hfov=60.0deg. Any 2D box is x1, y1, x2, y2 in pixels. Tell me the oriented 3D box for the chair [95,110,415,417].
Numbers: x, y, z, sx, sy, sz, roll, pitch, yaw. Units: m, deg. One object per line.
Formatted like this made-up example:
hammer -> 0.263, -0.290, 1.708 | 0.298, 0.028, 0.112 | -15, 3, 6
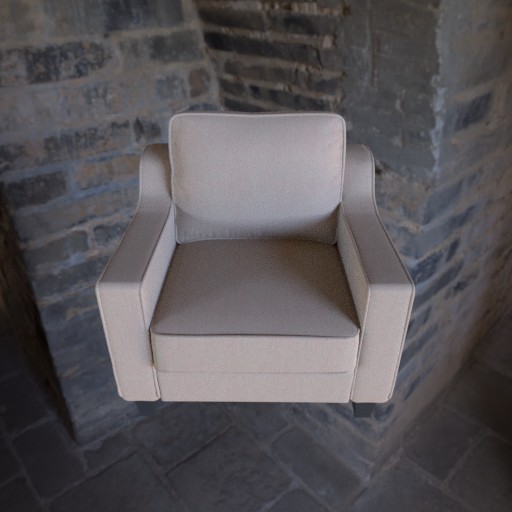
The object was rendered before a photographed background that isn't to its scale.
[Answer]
chair -> 0.000, 0.000, 1.666 | 0.922, 0.948, 0.882 | 0, 31, 1
